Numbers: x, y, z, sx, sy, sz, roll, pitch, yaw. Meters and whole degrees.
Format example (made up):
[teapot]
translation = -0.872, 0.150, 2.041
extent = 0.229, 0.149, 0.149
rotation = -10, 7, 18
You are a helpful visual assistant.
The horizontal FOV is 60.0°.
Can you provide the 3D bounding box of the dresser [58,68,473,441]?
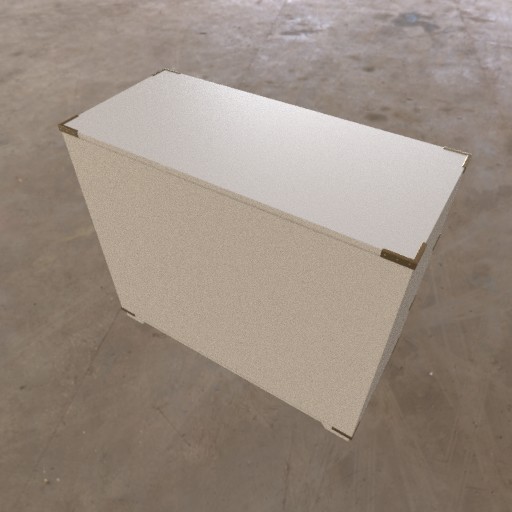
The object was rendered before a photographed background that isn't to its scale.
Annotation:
[dresser]
translation = 0.000, 0.000, 1.504
extent = 1.022, 0.891, 0.460
rotation = 24, 50, 22
